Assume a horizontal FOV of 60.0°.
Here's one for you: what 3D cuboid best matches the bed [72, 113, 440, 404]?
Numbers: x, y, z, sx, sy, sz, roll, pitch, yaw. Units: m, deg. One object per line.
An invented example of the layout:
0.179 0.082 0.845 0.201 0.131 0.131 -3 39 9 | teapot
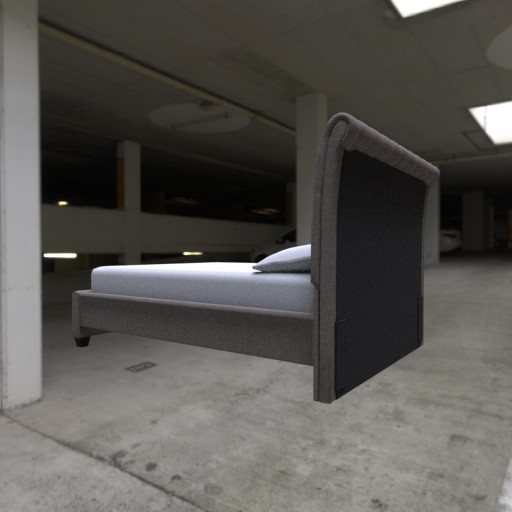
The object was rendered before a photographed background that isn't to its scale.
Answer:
0.000 0.000 3.342 2.252 1.371 1.645 1 1 36 | bed
